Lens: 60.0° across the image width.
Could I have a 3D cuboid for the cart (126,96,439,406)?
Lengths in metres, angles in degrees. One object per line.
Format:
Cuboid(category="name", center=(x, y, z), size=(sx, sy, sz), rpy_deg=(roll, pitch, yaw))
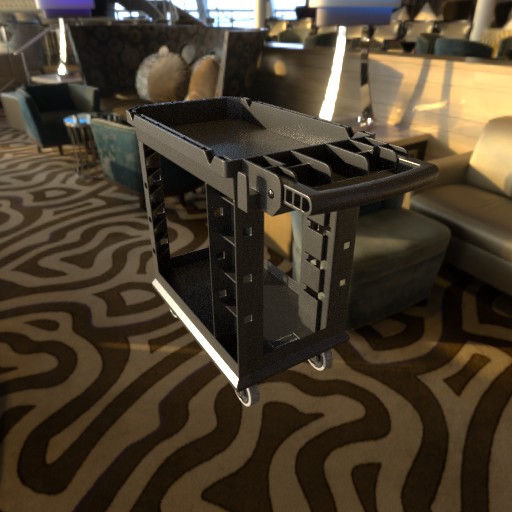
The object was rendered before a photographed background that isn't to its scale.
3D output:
Cuboid(category="cart", center=(0.000, 0.000, 1.548), size=(0.497, 0.884, 1.061), rpy_deg=(-17, 33, -28))
